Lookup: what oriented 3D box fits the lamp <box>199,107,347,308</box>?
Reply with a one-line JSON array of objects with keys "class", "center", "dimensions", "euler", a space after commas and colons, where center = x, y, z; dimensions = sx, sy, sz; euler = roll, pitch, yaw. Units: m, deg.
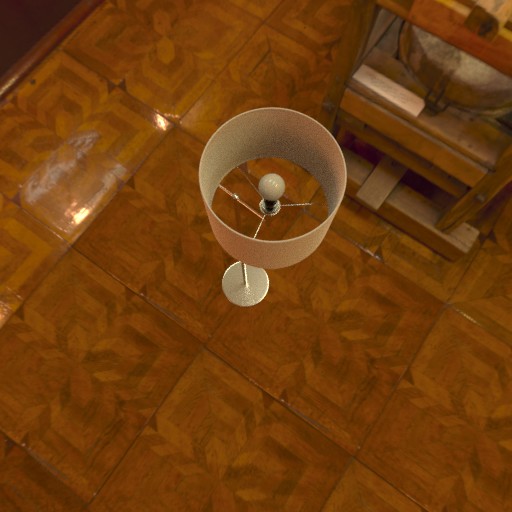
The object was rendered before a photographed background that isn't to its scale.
[{"class": "lamp", "center": [0.000, 0.000, 1.745], "dimensions": [0.416, 1.600, 0.324], "euler": [37, 78, 9]}]
